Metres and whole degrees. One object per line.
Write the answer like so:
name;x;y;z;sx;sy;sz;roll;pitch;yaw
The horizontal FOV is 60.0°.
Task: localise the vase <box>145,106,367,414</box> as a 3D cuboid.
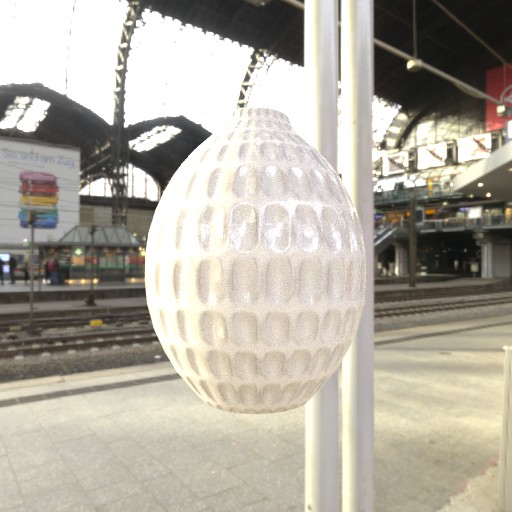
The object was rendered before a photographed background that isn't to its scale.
vase;0.000;0.000;0.264;0.128;0.167;0.128;0;-1;0
